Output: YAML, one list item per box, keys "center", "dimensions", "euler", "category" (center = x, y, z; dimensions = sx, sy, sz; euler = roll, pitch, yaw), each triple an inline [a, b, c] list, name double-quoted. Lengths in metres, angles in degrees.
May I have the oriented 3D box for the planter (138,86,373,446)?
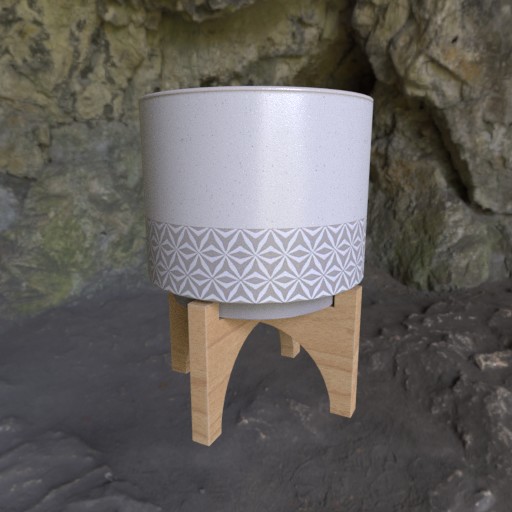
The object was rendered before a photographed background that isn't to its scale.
- center: [0.000, 0.000, 0.396]
  dimensions: [0.188, 0.260, 0.188]
  euler: [0, 13, 0]
  category: "planter"
